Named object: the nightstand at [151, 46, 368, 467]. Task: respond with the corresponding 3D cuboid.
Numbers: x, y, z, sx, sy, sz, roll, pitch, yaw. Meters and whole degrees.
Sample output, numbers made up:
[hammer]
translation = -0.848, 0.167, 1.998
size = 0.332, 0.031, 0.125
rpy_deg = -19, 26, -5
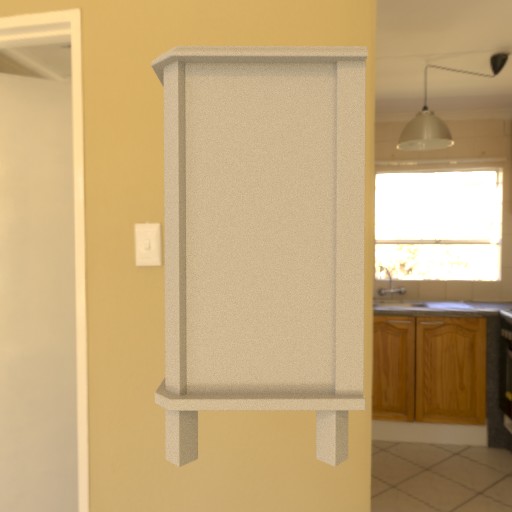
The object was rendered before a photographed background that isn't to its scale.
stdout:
[nightstand]
translation = 0.000, 0.000, 0.927
size = 0.350, 0.680, 0.450
rpy_deg = 0, 2, 0
